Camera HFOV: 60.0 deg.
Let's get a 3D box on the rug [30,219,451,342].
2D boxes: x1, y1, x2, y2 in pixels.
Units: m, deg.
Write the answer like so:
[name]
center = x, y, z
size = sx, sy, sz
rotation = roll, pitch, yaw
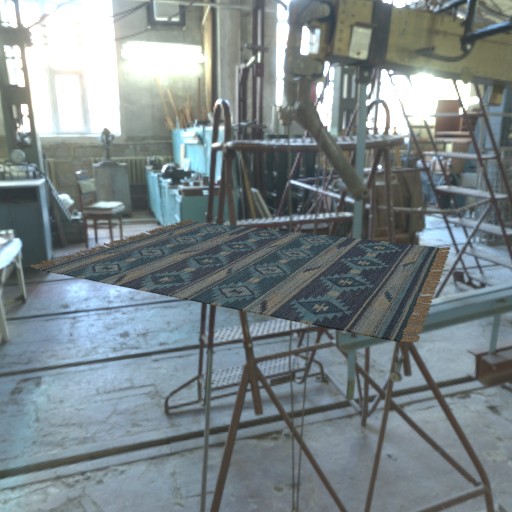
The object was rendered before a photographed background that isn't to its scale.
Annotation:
[rug]
center = 0.000, 0.000, 4.250
size = 3.307, 0.047, 2.418
rotation = 8, 17, 26
